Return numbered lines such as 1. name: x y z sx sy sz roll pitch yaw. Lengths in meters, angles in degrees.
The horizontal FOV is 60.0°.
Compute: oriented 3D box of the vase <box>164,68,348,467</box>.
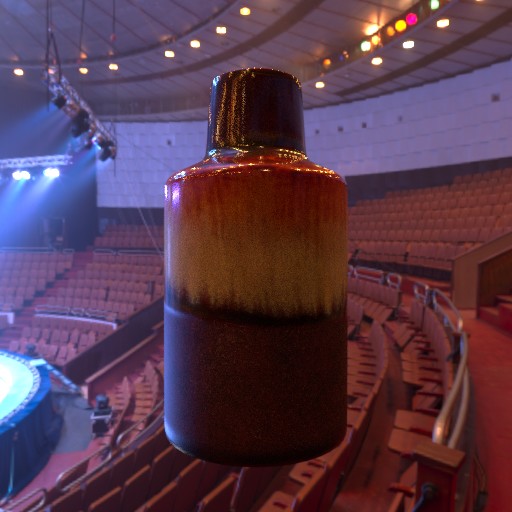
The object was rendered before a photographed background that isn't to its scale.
1. vase: 0.000 0.000 0.265 0.108 0.204 0.108 0 1 0
